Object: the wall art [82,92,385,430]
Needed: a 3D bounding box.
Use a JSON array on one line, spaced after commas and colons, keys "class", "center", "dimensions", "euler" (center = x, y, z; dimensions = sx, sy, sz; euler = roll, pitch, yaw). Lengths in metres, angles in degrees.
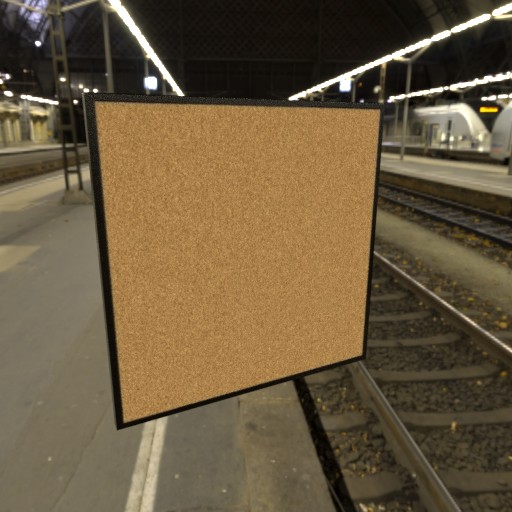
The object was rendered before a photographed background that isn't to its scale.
[{"class": "wall art", "center": [0.000, 0.000, 0.521], "dimensions": [0.349, 0.349, 0.014], "euler": [-8, 17, -26]}]
